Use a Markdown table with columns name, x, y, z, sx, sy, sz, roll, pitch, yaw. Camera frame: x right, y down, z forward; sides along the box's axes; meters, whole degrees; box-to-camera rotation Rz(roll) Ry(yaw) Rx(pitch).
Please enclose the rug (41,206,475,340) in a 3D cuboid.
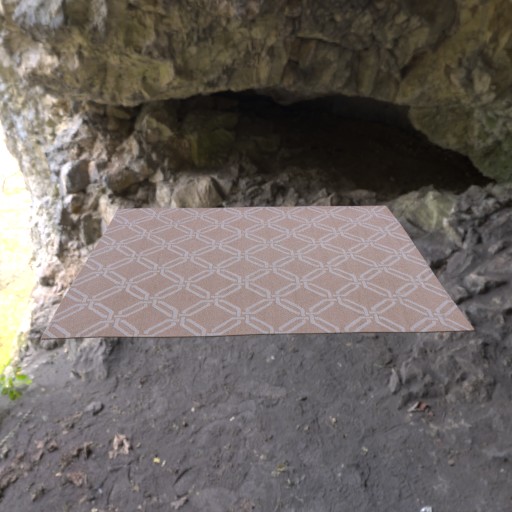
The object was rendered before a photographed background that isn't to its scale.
| name | x | y | z | sx | sy | sz | roll | pitch | yaw |
| --- | --- | --- | --- | --- | --- | --- | --- | --- | --- |
| rug | 0.000 | 0.000 | 4.448 | 3.365 | 0.020 | 2.452 | -1 | 30 | -2 |
